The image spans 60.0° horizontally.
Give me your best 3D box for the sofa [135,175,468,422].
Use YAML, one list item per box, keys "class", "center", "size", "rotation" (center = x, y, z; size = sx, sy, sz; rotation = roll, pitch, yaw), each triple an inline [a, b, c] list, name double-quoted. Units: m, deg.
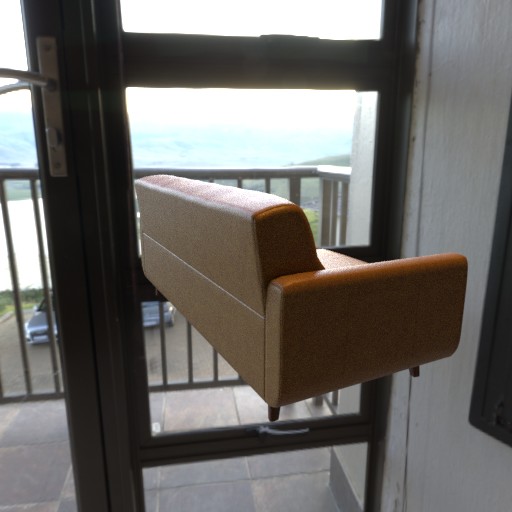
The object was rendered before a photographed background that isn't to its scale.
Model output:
- class: "sofa"
  center: [0.000, 0.000, 2.624]
  size: [0.980, 0.892, 2.137]
  rotation: [-7, 15, -26]
